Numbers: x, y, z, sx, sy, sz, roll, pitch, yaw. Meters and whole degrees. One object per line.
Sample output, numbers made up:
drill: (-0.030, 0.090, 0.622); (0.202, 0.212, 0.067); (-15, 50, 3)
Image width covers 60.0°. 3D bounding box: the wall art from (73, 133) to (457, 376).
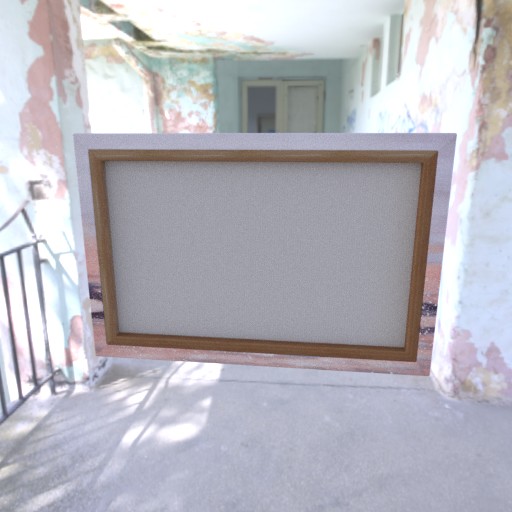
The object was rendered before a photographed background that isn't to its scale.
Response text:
wall art: (0.000, 0.000, 1.141); (0.913, 0.609, 0.038); (2, 15, 7)
